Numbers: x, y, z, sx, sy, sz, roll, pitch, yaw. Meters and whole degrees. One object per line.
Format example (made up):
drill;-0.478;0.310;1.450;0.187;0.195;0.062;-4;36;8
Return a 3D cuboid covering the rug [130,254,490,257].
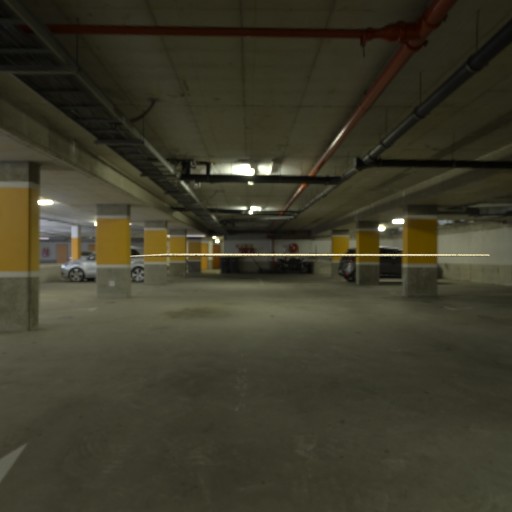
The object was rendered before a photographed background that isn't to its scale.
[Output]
rug;0.000;0.000;3.018;1.529;0.009;2.446;0;0;-19
